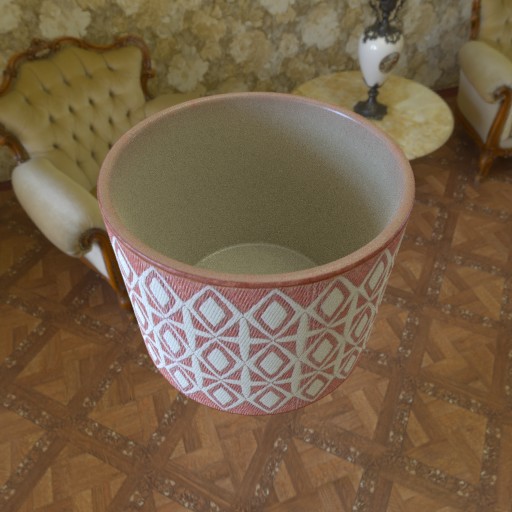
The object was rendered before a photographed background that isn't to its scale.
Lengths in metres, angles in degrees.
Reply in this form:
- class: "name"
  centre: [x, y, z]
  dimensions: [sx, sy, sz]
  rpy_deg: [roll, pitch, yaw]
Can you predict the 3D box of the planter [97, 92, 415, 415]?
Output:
- class: "planter"
  centre: [0.000, 0.000, 0.475]
  dimensions: [0.273, 0.237, 0.273]
  rpy_deg: [0, 47, 0]
